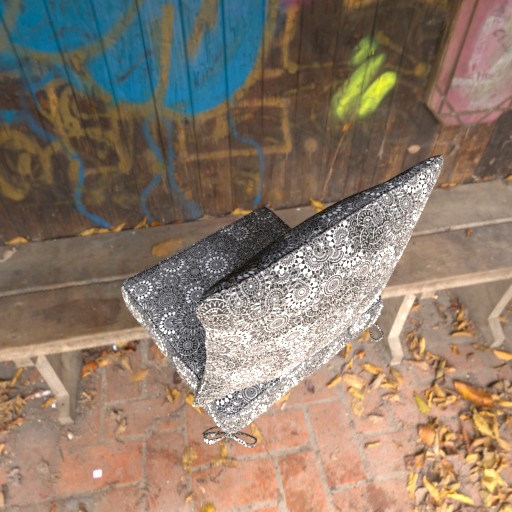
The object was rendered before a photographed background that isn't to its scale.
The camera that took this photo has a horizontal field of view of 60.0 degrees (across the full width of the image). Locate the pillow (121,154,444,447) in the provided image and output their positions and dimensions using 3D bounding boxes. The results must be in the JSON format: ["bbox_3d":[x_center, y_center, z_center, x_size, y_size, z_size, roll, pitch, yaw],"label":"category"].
[{"bbox_3d":[0.000,0.000,1.371,0.798,0.722,0.740,-31,54,-26],"label":"pillow"}]
